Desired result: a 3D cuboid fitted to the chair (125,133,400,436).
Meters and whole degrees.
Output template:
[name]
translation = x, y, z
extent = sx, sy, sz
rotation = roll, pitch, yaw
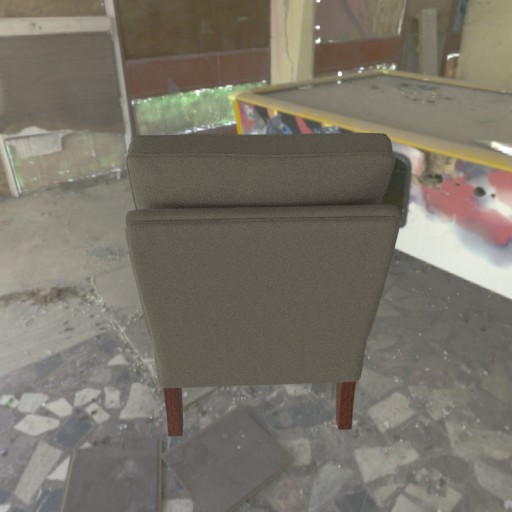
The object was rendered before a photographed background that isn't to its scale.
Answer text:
[chair]
translation = 0.000, 0.000, 1.663
extent = 0.724, 1.045, 0.924
rotation = -1, 30, -2
